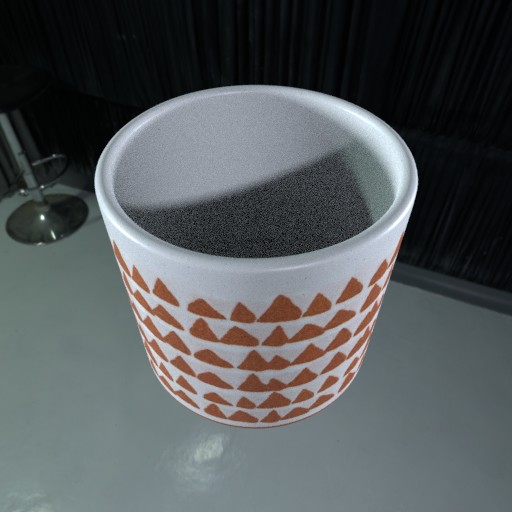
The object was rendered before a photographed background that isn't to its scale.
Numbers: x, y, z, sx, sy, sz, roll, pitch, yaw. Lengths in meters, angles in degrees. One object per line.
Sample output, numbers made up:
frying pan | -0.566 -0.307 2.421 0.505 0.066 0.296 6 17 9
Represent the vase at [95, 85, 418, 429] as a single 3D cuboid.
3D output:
vase | 0.000 0.000 0.237 0.137 0.127 0.137 0 45 0
